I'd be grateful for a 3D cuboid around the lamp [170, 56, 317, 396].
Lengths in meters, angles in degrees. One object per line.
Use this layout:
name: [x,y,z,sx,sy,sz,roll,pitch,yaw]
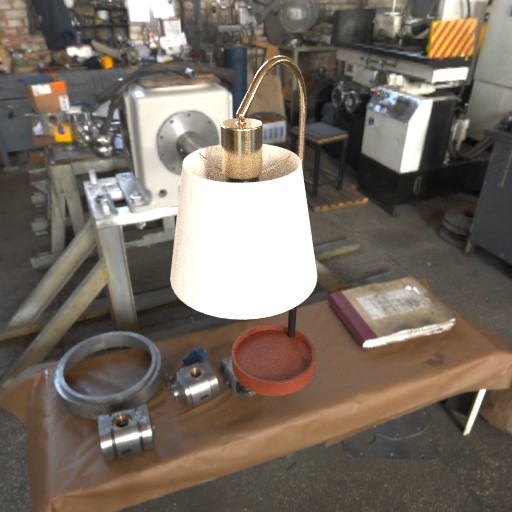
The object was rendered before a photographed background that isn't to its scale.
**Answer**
lamp: [0.000,0.000,0.659,0.211,0.536,0.273,19,37,29]
